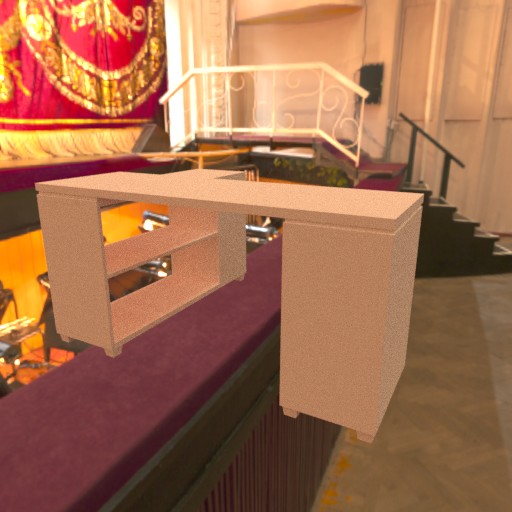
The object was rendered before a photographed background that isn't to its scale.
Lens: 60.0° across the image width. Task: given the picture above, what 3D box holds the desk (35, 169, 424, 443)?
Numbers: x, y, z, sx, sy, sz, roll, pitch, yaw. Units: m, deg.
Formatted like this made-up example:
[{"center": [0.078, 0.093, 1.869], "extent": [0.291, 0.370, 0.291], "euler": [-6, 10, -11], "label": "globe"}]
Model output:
[{"center": [0.000, 0.000, 2.183], "extent": [1.524, 0.759, 1.199], "euler": [9, 19, 27], "label": "desk"}]
